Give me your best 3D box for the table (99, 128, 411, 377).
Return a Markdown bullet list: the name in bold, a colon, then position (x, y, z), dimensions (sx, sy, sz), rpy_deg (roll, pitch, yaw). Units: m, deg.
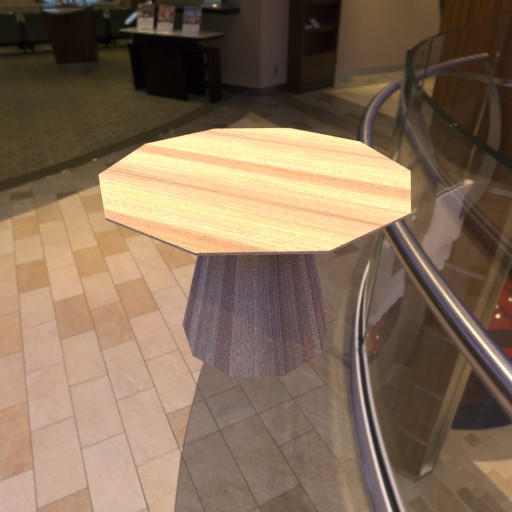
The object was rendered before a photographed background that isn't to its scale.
- **table**: position (0.000, 0.000, 1.888), dimensions (1.186, 0.752, 1.186), rpy_deg (0, 33, 0)
